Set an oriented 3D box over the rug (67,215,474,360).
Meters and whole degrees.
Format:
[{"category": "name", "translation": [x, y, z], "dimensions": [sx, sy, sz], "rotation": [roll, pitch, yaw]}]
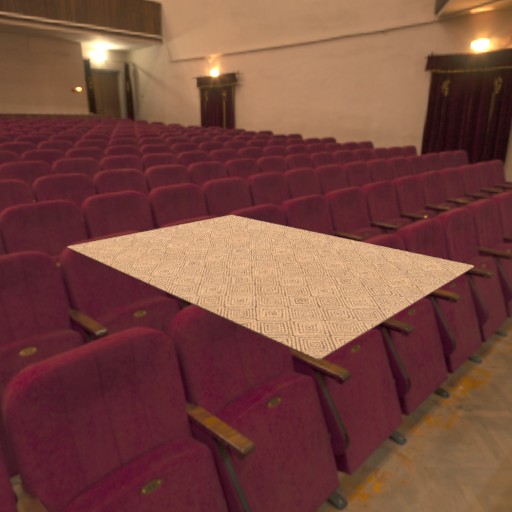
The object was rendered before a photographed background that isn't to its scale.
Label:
[{"category": "rug", "translation": [0.000, 0.000, 2.961], "dimensions": [2.238, 0.008, 1.593], "rotation": [16, 23, 42]}]
